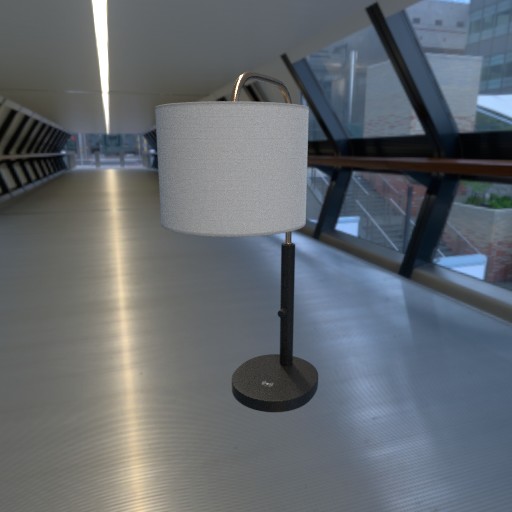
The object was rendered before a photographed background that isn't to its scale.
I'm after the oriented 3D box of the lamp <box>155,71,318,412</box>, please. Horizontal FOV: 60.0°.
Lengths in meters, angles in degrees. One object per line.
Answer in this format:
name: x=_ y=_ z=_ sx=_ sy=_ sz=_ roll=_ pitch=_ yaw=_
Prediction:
lamp: x=0.000 y=0.000 z=0.697 sx=0.199 sy=0.540 sz=0.337 roll=7 pitch=16 yaw=26
